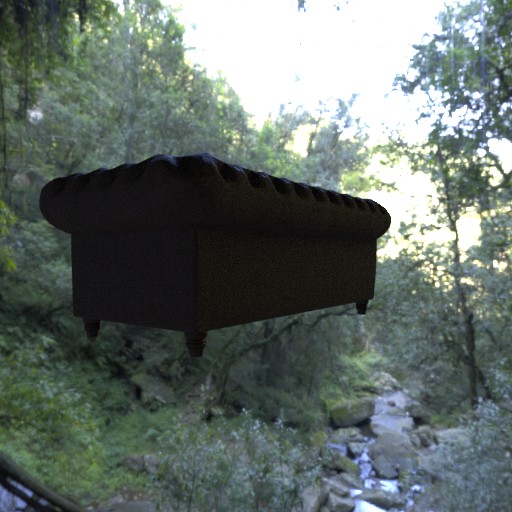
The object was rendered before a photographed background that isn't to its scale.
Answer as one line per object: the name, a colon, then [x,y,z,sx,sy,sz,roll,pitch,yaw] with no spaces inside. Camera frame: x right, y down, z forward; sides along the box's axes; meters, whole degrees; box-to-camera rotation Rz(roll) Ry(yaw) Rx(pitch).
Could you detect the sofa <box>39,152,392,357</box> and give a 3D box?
sofa: [0.000,0.000,2.524,0.944,0.780,2.048,0,0,37]
